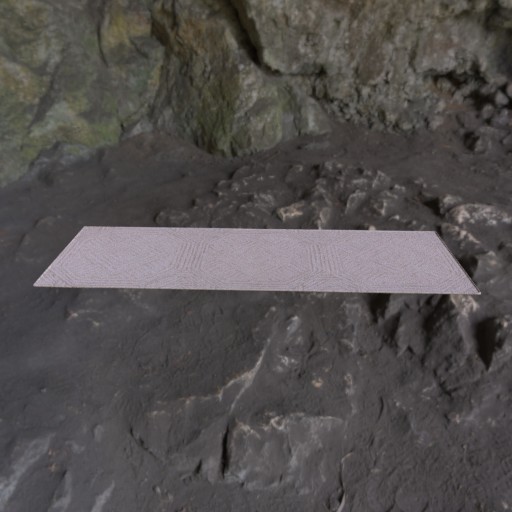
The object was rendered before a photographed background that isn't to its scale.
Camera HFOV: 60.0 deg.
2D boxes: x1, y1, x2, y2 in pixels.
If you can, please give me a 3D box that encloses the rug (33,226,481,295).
[{"bbox_3d":[0.000,0.000,2.757,2.452,0.012,0.775,1,29,2],"label":"rug"}]
